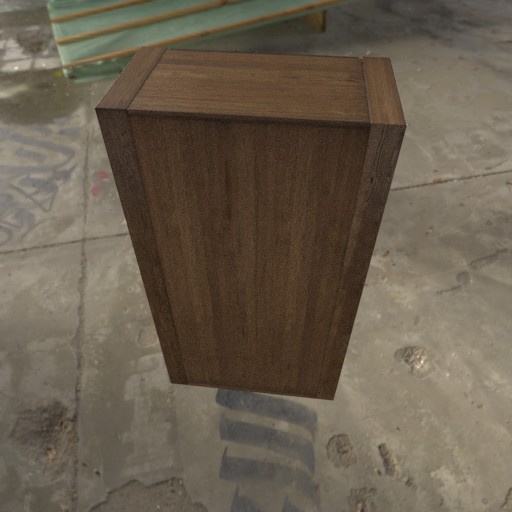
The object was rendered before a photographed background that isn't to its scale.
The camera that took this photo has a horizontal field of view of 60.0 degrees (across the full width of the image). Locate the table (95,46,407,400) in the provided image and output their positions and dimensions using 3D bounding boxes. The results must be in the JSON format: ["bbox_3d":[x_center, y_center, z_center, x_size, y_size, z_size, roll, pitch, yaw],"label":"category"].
[{"bbox_3d":[0.000,0.000,2.470,1.100,2.000,0.600,5,46,5],"label":"table"}]
